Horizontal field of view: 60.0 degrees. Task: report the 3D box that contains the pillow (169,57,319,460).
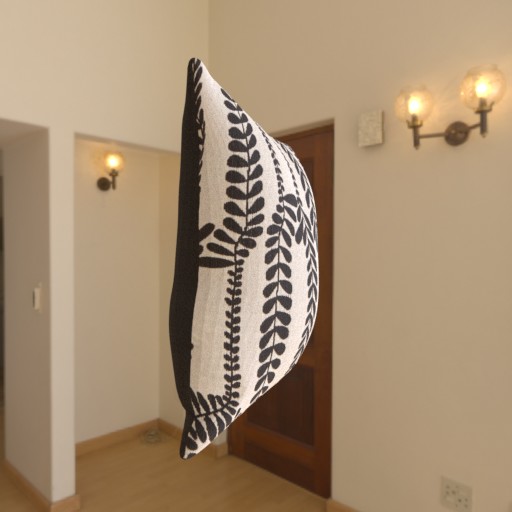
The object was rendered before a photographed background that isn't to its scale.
[{"bbox_3d":[0.000,0.000,0.681,0.182,0.441,0.440,0,1,19],"label":"pillow"}]
